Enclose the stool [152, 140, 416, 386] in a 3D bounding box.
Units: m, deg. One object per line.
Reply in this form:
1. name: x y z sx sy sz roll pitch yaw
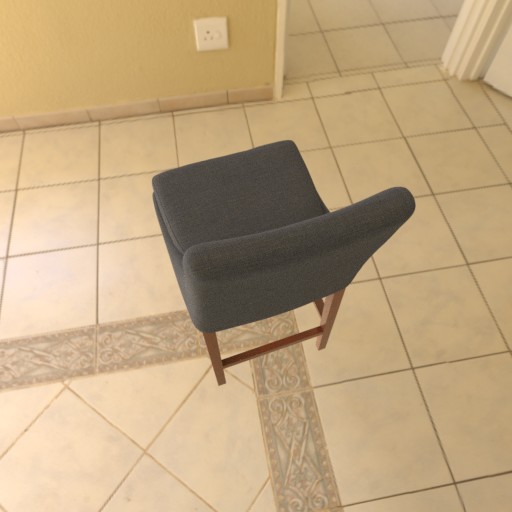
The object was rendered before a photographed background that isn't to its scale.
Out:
1. stool: 0.000 0.000 1.270 0.470 0.981 0.577 -17 61 -10
